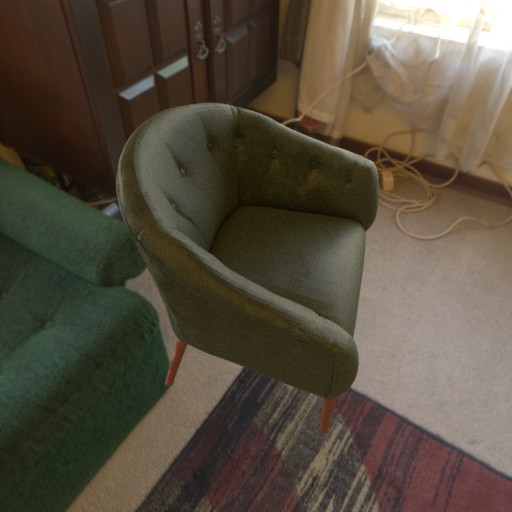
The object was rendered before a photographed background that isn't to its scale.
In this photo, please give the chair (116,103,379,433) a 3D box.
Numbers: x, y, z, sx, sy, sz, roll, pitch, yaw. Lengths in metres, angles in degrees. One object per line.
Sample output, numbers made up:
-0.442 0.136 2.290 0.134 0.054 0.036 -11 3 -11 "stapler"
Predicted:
0.000 0.000 1.535 0.776 0.885 0.851 11 47 10 "chair"
